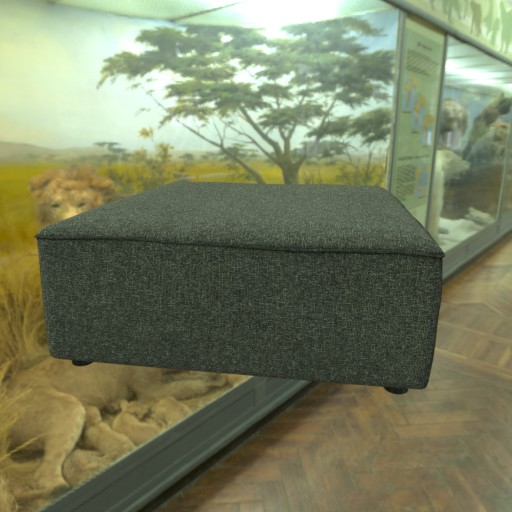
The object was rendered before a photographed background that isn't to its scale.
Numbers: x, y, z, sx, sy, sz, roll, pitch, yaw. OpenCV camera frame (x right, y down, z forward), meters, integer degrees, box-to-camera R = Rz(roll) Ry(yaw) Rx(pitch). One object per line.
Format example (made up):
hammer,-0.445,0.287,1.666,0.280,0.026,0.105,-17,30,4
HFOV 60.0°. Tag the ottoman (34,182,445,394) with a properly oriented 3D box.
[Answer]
ottoman,0.000,0.000,1.558,1.021,0.423,1.017,3,16,9
